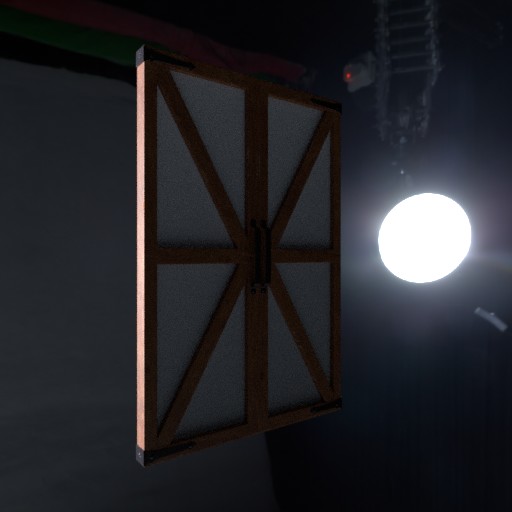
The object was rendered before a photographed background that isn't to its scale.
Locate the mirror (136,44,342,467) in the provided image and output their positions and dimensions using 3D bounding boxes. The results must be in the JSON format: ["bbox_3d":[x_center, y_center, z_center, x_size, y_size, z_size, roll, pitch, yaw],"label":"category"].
[{"bbox_3d":[0.000,0.000,0.955,0.517,0.761,0.053,0,0,-36],"label":"mirror"}]
